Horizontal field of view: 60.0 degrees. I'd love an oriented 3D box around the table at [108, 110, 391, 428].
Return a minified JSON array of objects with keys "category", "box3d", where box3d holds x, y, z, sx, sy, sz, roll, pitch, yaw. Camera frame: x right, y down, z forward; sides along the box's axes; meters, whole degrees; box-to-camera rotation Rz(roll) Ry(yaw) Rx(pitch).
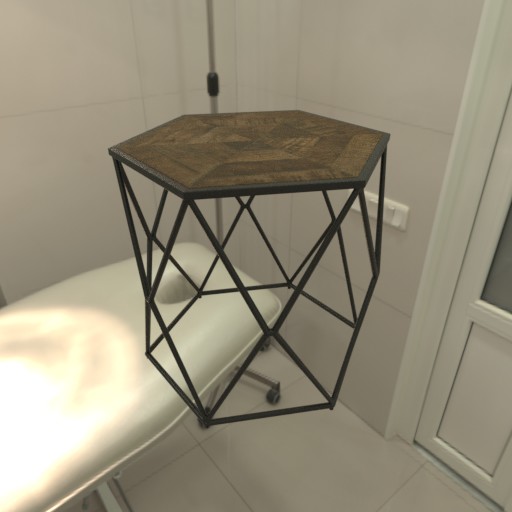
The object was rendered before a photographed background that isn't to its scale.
[{"category":"table","box3d":[0.000,0.000,1.068,0.579,0.564,0.578,-23,38,-33]}]
